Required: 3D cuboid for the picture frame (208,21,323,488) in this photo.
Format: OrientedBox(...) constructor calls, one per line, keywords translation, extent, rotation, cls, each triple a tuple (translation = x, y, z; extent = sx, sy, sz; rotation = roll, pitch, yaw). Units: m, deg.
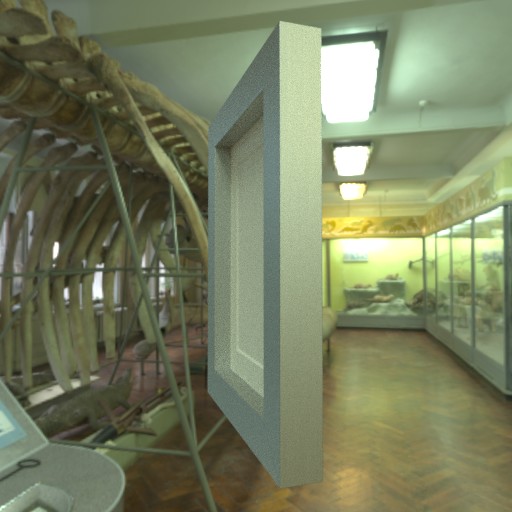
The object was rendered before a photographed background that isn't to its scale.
OrientedBox(translation=(0.000, 0.000, 0.276), extent=(0.028, 0.208, 0.157), rotation=(0, -2, -18), cls="picture frame")
